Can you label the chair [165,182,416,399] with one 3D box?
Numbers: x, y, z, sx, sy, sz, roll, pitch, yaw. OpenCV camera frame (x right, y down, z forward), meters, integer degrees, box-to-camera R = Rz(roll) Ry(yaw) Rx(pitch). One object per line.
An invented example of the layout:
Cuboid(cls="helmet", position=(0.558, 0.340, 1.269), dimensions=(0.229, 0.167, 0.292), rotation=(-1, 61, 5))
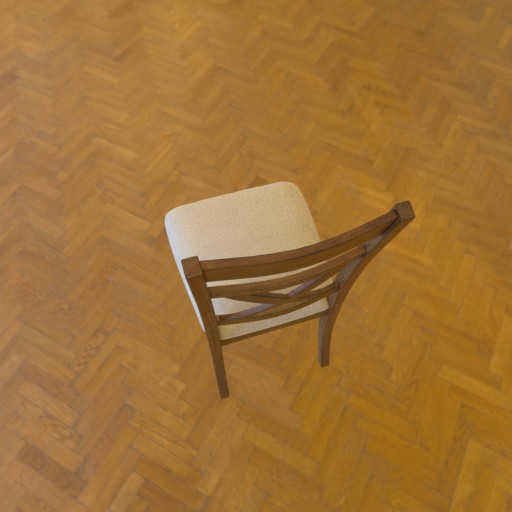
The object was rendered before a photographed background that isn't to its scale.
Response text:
Cuboid(cls="chair", position=(0.000, 0.000, 1.272), dimensions=(0.461, 0.949, 0.581), rotation=(-15, 60, -9))
